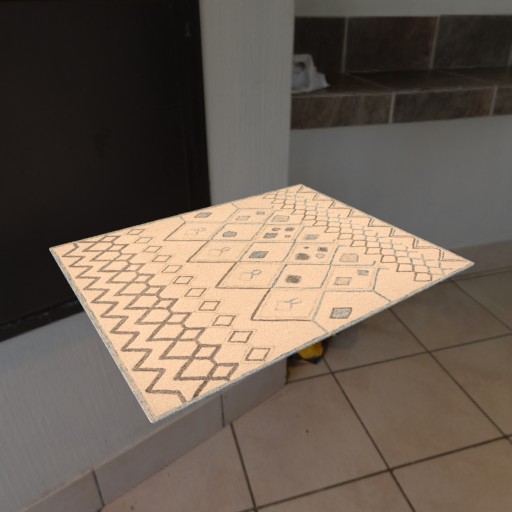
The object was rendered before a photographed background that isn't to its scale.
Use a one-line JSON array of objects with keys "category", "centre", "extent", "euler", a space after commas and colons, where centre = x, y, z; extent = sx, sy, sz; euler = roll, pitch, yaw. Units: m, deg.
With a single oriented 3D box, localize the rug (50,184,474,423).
[{"category": "rug", "centre": [0.000, 0.000, 4.055], "extent": [3.056, 0.013, 2.441], "euler": [-19, 34, -29]}]
